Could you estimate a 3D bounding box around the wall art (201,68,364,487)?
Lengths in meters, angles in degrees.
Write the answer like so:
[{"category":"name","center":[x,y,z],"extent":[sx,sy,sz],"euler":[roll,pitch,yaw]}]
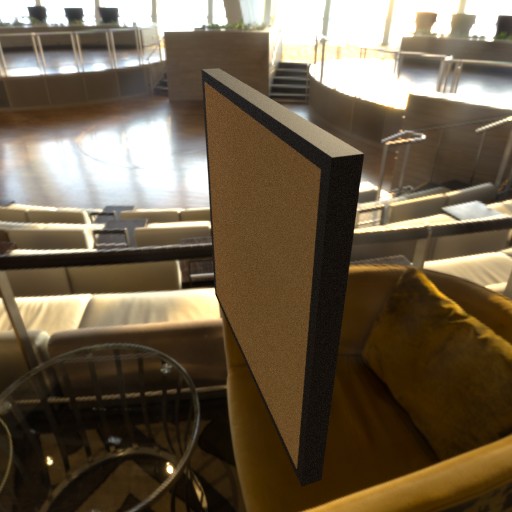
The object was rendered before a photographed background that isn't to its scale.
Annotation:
[{"category":"wall art","center":[0.000,0.000,0.738],"extent":[0.033,0.507,0.508],"euler":[-10,33,-16]}]
